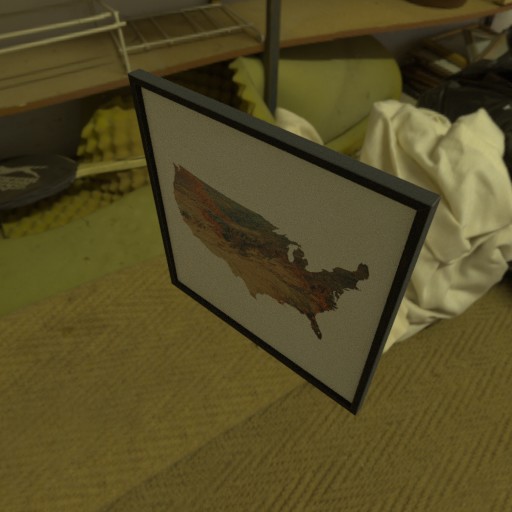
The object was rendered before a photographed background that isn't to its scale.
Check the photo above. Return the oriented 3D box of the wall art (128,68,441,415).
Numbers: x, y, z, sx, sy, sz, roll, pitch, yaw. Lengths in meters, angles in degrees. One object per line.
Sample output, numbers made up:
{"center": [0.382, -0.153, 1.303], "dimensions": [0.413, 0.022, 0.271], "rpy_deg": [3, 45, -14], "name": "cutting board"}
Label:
{"center": [0.000, 0.000, 0.461], "dimensions": [0.304, 0.303, 0.015], "rpy_deg": [31, 53, 27], "name": "wall art"}
